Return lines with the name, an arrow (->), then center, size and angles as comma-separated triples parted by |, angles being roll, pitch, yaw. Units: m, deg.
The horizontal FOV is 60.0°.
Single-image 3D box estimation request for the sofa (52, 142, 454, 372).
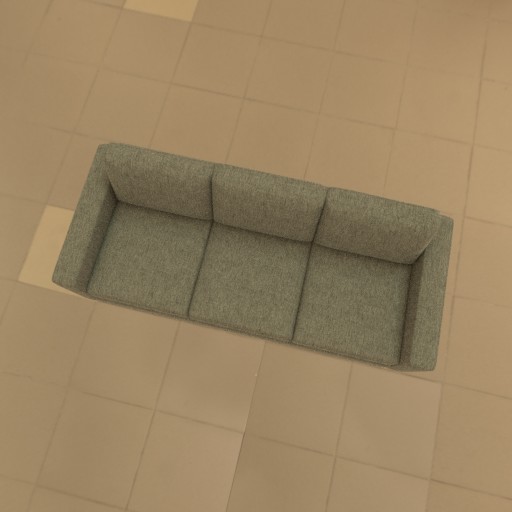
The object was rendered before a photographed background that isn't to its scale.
sofa -> 0.000, 0.000, 2.656 | 2.160, 0.800, 0.900 | 13, 75, 3
